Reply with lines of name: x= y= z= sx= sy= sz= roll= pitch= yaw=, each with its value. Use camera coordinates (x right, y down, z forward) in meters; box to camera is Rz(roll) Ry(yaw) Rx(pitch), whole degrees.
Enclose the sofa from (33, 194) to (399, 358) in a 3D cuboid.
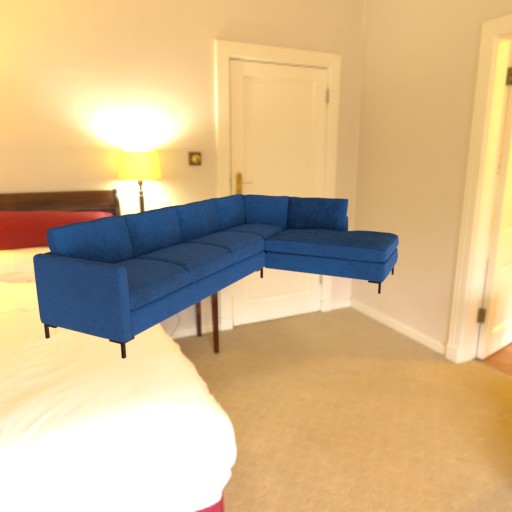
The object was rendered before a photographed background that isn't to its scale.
sofa: x=0.000 y=0.000 z=3.300 sx=1.707 sy=0.687 sz=2.486 roll=6 pitch=15 yaw=25
